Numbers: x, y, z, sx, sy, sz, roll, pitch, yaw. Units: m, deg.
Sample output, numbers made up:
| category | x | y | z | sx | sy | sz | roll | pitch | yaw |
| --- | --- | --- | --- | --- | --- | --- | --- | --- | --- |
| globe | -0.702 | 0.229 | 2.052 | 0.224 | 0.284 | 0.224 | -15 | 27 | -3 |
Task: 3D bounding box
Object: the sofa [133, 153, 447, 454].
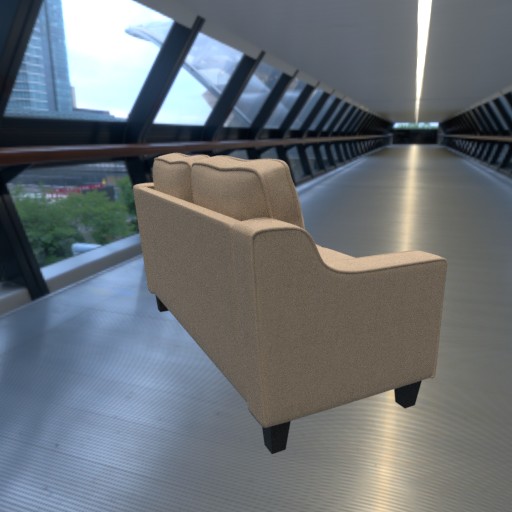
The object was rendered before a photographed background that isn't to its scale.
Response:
| category | x | y | z | sx | sy | sz | roll | pitch | yaw |
| --- | --- | --- | --- | --- | --- | --- | --- | --- | --- |
| sofa | 0.000 | 0.000 | 3.496 | 1.351 | 1.562 | 2.587 | -7 | 16 | -26 |
